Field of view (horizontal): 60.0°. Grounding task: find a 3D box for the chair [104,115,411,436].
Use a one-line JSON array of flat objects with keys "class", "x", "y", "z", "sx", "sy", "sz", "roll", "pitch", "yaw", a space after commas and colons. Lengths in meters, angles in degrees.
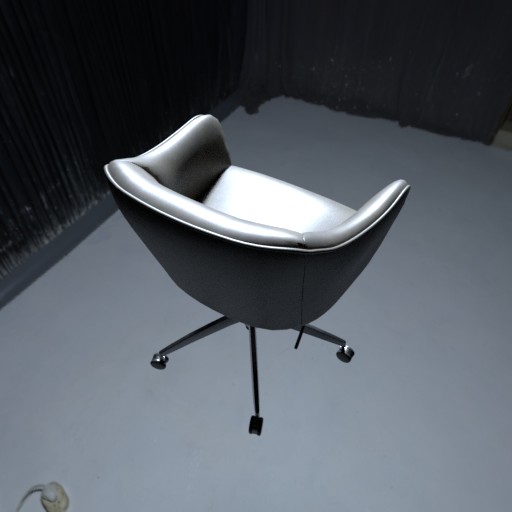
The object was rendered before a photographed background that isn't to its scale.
[{"class": "chair", "x": 0.000, "y": 0.000, "z": 1.351, "sx": 0.713, "sy": 0.827, "sz": 0.689, "roll": 24, "pitch": 52, "yaw": 21}]
